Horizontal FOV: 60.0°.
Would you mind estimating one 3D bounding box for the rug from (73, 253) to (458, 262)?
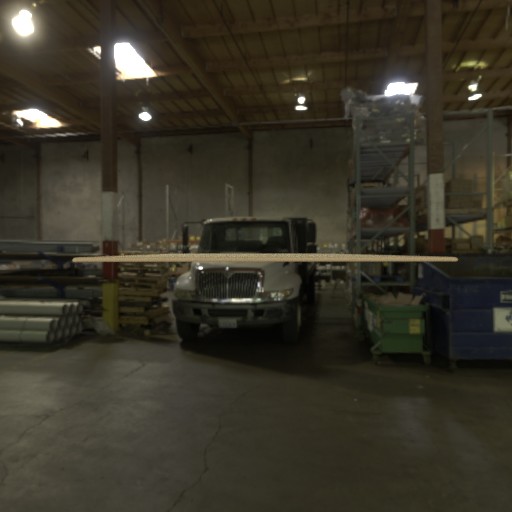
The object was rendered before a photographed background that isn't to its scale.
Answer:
[{"bbox_3d":[0.000,0.000,2.039,1.062,0.013,1.667,0,1,-3],"label":"rug"}]
